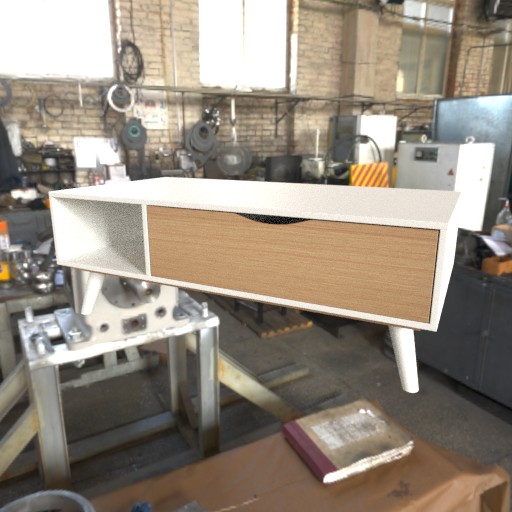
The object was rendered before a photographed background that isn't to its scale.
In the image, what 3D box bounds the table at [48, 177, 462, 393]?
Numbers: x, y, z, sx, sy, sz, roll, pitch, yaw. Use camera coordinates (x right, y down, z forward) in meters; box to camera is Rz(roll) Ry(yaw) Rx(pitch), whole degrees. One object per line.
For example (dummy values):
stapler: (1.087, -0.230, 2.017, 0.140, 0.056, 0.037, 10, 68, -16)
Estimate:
table: (0.000, 0.000, 1.491, 1.194, 0.432, 0.609, 7, 17, 26)
